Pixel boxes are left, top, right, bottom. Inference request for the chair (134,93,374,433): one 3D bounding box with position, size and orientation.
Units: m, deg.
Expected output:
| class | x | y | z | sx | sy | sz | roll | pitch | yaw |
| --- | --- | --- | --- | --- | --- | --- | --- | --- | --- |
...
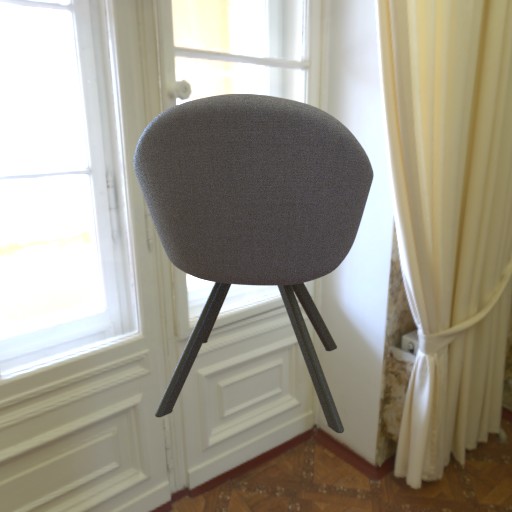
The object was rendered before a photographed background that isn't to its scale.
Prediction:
| class | x | y | z | sx | sy | sz | roll | pitch | yaw |
| --- | --- | --- | --- | --- | --- | --- | --- | --- | --- |
| chair | 0.000 | 0.000 | 1.192 | 0.590 | 0.795 | 0.550 | 2 | 17 | 7 |
